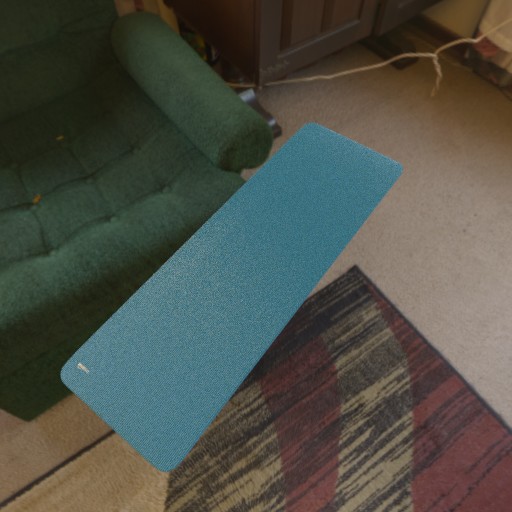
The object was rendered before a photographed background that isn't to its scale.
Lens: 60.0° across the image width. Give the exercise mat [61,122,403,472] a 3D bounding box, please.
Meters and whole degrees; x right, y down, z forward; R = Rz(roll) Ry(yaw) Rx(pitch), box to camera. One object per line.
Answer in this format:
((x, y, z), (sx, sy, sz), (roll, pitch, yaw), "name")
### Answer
((0.000, 0.000, 2.065), (0.616, 0.021, 1.869), (32, 63, 19), "exercise mat")
